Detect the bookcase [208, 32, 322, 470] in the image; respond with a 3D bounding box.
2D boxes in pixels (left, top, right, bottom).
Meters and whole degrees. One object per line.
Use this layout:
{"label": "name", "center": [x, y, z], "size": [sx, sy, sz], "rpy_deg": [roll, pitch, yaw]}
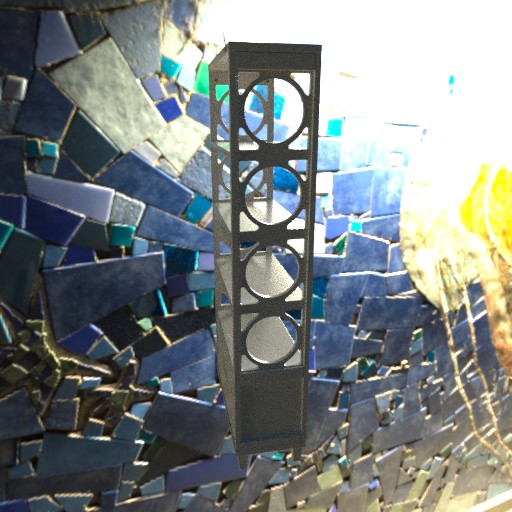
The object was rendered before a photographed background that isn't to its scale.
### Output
{"label": "bookcase", "center": [0.000, 0.000, 2.161], "size": [0.361, 1.869, 0.761], "rpy_deg": [-3, 18, -11]}
